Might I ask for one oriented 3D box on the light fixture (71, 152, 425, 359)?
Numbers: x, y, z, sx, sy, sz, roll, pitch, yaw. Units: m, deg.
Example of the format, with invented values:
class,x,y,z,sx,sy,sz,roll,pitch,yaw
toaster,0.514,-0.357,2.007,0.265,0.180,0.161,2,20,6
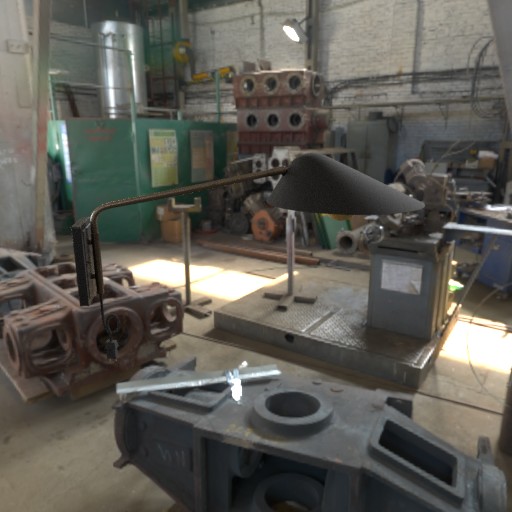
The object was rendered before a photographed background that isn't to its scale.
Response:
class,x,y,z,sx,sy,sz,roll,pitch,yaw
light fixture,0.000,0.000,0.689,0.516,0.312,0.240,-3,16,-10
